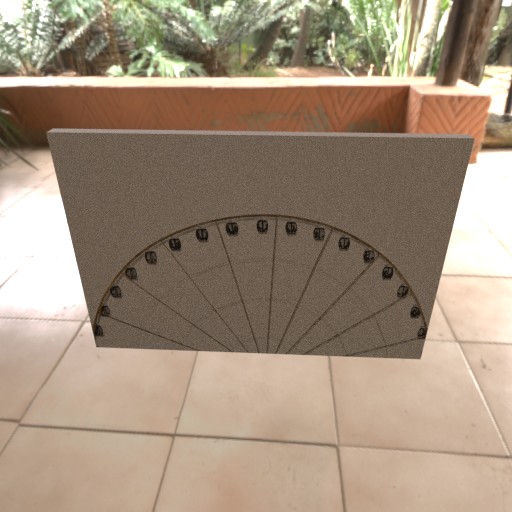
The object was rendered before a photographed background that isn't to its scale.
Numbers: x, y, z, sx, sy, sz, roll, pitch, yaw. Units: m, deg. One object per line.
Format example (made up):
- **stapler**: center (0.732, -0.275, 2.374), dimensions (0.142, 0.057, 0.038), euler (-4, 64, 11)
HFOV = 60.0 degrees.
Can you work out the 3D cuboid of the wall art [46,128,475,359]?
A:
- **wall art**: center (0.000, 0.000, 1.091), dimensions (0.898, 0.601, 0.038), euler (2, 30, 3)
